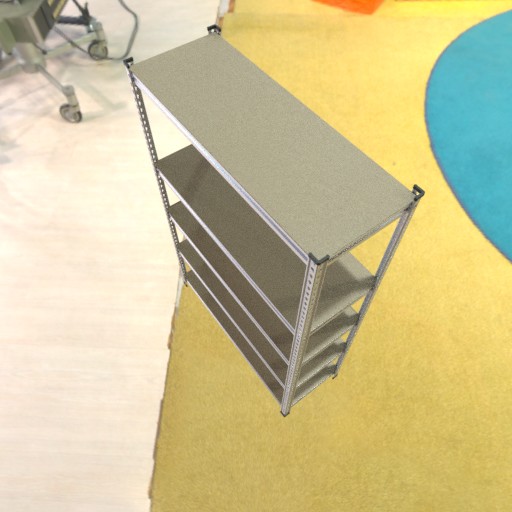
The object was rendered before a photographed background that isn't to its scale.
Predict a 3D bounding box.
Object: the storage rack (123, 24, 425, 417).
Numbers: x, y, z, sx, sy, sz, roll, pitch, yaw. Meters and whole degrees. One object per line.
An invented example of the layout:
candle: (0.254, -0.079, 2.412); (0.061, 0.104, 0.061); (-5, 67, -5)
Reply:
storage rack: (0.000, 0.000, 2.377); (0.457, 1.829, 1.219); (-32, 62, -19)
